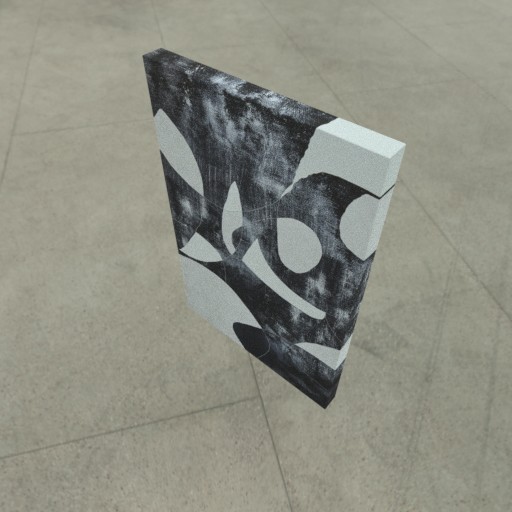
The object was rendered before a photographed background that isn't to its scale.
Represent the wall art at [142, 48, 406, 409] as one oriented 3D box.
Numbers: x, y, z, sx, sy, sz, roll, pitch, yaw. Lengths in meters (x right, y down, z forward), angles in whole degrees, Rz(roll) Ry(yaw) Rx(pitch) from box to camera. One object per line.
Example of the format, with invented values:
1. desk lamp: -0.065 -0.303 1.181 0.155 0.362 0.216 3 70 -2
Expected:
1. wall art: 0.000 0.000 0.792 0.407 0.610 0.039 32 54 27
